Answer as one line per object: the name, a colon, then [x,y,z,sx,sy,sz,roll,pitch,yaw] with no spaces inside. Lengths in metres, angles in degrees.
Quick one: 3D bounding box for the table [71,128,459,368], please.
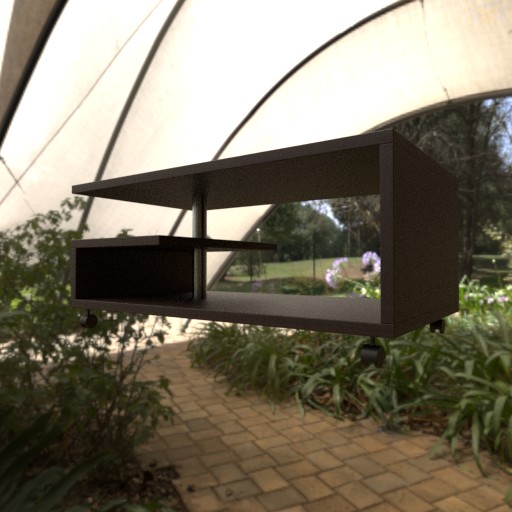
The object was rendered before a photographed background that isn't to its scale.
table: [0.000,0.000,1.372,1.050,0.460,0.590,-1,-1,35]
